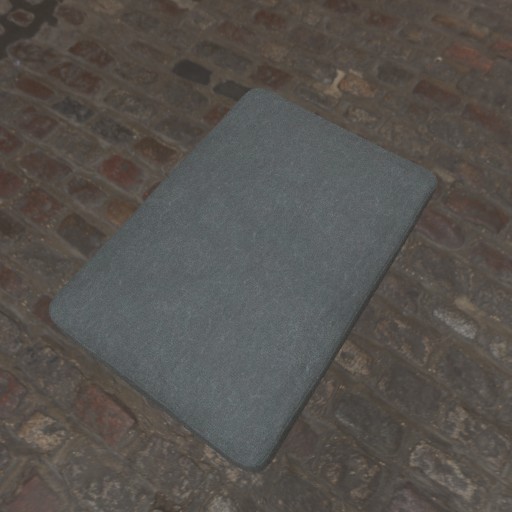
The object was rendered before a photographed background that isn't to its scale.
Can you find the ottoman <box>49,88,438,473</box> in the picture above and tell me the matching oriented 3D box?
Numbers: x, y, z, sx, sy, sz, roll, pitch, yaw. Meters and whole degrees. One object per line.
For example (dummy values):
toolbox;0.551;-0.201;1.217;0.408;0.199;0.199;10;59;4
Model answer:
ottoman;0.000;0.000;1.595;0.840;0.429;1.199;32;68;14
